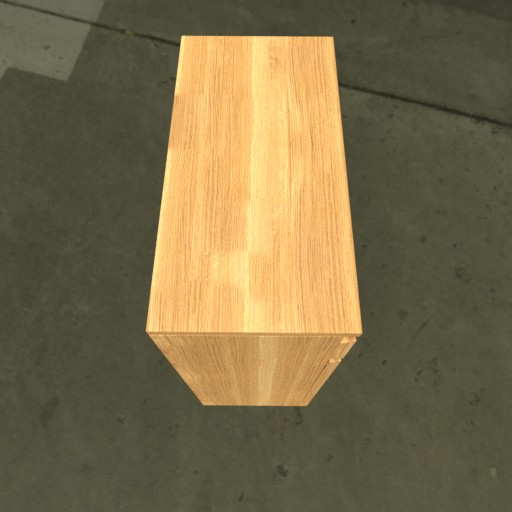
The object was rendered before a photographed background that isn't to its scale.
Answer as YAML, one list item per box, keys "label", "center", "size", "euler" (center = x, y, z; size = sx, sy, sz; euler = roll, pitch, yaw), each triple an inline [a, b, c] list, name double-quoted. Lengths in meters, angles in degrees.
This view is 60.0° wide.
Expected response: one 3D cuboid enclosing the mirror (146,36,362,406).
- label: "mirror"
  center: [0.000, 0.000, 1.440]
  size: [0.400, 1.000, 0.800]
  euler: [0, 64, 0]
